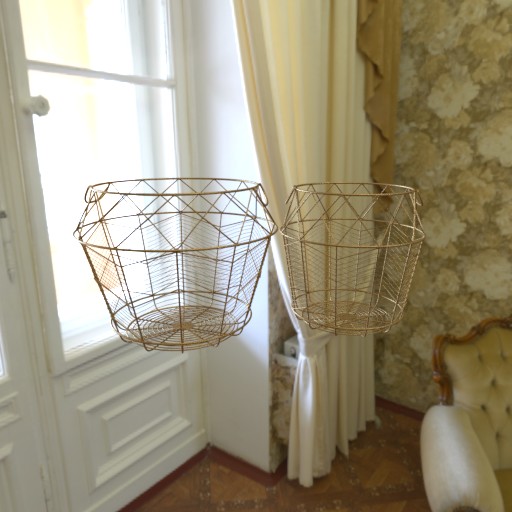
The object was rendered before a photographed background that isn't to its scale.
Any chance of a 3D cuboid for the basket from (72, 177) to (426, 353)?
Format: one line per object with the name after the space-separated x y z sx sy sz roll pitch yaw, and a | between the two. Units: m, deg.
0.000 0.000 1.052 0.805 0.343 0.451 -2 15 -8 | basket
